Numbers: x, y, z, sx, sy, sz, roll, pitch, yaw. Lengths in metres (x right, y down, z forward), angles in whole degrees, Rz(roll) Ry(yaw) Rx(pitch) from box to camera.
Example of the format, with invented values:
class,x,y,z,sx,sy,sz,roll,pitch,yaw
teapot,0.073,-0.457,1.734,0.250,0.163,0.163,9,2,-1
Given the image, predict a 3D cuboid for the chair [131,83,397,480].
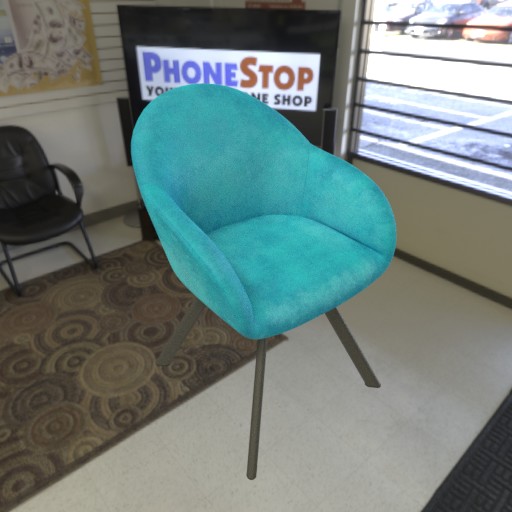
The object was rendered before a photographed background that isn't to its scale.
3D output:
class,x,y,z,sx,sy,sz,roll,pitch,yaw
chair,0.000,0.000,1.181,0.550,0.795,0.590,-22,37,-32
